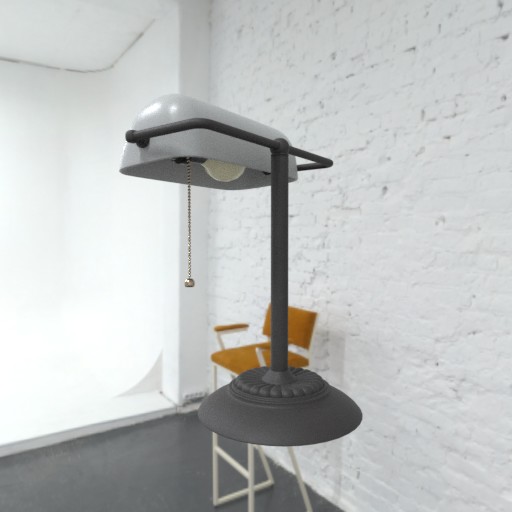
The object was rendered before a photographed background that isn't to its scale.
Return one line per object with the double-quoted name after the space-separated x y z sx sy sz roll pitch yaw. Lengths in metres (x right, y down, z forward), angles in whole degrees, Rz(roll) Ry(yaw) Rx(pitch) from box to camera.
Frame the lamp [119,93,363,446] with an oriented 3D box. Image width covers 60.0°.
0.000 0.000 0.504 0.243 0.339 0.264 1 2 36 "lamp"
